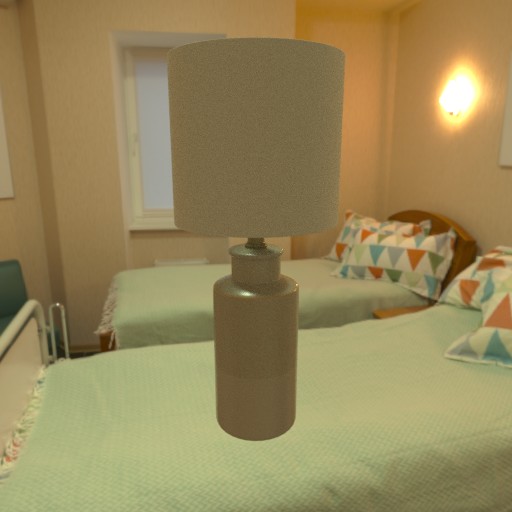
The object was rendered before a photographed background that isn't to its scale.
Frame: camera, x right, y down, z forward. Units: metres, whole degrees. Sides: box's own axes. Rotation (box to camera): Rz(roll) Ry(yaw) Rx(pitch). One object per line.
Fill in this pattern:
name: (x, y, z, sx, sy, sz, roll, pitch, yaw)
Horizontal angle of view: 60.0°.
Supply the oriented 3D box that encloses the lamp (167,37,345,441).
lamp: (0.000, 0.000, 0.595, 0.212, 0.493, 0.212, -13, 19, -42)
